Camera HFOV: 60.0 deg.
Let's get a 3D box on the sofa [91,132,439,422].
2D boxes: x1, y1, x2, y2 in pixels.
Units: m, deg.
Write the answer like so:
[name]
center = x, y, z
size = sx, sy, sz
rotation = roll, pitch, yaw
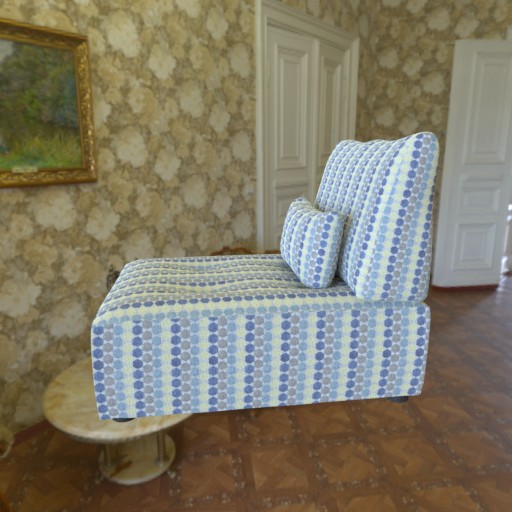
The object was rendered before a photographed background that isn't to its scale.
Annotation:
[sofa]
center = 0.000, 0.000, 1.563
size = 1.000, 0.820, 0.700
rotation = -2, 13, -8
